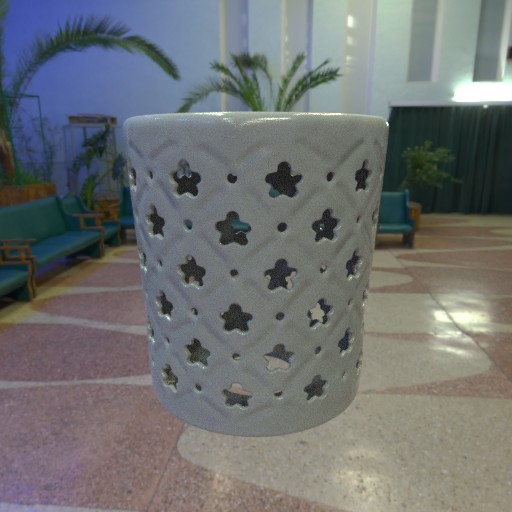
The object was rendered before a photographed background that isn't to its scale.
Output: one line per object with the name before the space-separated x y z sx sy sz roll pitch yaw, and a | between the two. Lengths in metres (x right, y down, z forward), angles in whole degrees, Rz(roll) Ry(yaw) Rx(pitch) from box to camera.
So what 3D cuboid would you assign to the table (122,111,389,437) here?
table | 0.000 0.000 0.650 0.352 0.387 0.352 0 14 0
